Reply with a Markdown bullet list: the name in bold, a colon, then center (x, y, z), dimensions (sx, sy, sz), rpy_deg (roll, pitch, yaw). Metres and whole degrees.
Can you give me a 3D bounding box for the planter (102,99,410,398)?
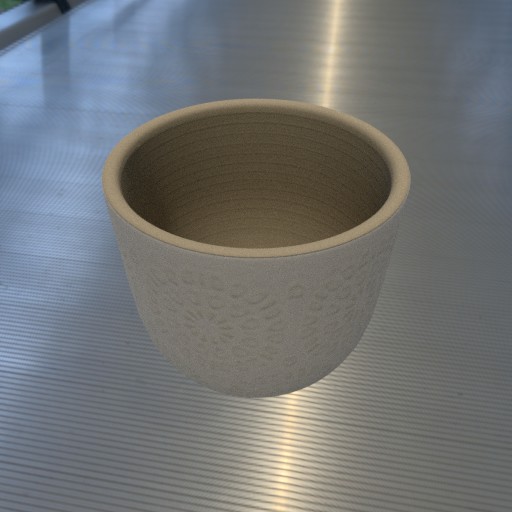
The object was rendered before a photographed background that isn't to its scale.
- **planter**: center (0.000, 0.000, 0.219), dimensions (0.124, 0.109, 0.124), rpy_deg (0, 42, 0)
